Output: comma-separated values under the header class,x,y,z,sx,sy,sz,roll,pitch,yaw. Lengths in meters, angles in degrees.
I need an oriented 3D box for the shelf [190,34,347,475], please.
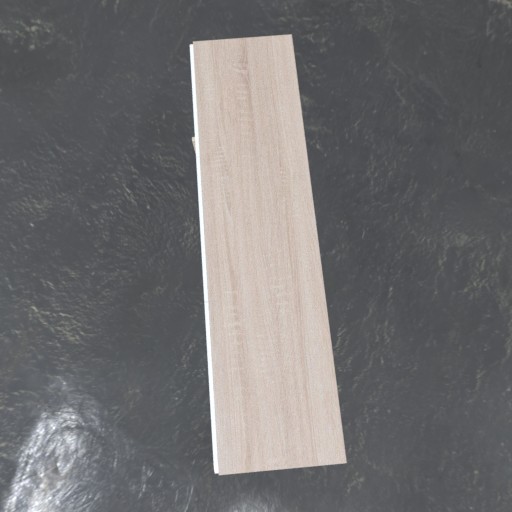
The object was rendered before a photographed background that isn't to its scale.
class,x,y,z,sx,sy,sz,roll,pitch,yaw
shelf,0.000,0.000,1.848,0.400,0.780,1.490,-5,75,-1
